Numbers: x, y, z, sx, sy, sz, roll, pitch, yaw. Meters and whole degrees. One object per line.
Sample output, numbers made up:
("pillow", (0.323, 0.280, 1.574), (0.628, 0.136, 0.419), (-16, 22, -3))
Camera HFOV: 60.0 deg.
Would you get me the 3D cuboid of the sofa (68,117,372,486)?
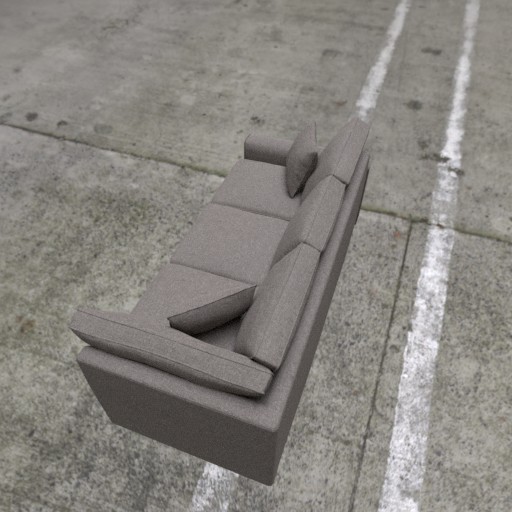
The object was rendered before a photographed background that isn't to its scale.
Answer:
("sofa", (0.000, 0.000, 2.863), (1.061, 0.962, 2.317), (15, 48, 14))
